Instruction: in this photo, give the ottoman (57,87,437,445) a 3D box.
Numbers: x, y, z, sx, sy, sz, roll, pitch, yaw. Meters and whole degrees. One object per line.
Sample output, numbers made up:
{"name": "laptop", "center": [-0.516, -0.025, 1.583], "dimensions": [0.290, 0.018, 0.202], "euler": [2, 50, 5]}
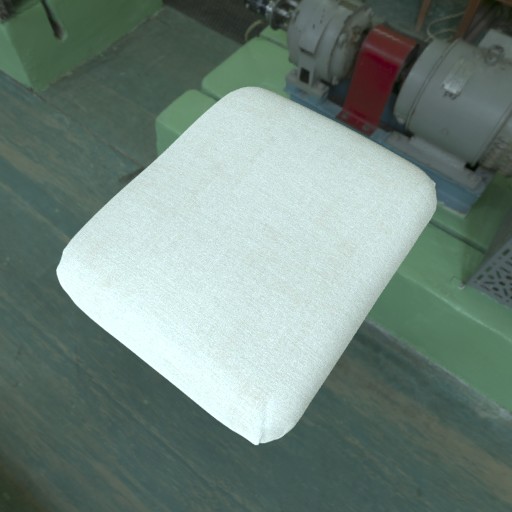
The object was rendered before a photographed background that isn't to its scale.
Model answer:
{"name": "ottoman", "center": [0.000, 0.000, 1.133], "dimensions": [0.622, 0.450, 0.747], "euler": [33, 66, 16]}
